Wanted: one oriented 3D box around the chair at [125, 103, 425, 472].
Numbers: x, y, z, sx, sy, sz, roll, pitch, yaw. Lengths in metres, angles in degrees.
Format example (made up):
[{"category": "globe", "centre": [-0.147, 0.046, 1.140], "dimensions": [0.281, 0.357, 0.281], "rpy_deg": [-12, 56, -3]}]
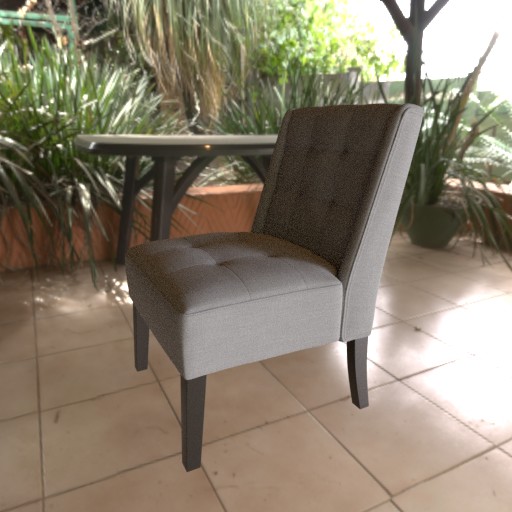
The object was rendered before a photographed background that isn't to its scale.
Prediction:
[{"category": "chair", "centre": [0.000, 0.000, 1.307], "dimensions": [0.676, 0.853, 0.569], "rpy_deg": [-9, 19, -26]}]
